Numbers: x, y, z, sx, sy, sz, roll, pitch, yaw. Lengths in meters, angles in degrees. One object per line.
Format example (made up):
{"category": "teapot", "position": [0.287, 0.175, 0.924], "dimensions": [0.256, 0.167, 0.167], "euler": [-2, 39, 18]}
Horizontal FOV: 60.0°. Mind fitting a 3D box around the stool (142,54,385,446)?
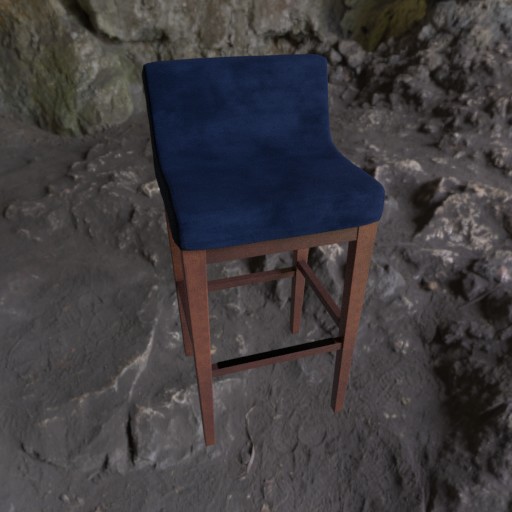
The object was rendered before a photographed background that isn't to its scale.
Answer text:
{"category": "stool", "position": [0.000, 0.000, 1.317], "dimensions": [0.511, 1.037, 0.500], "euler": [-9, 34, -14]}
